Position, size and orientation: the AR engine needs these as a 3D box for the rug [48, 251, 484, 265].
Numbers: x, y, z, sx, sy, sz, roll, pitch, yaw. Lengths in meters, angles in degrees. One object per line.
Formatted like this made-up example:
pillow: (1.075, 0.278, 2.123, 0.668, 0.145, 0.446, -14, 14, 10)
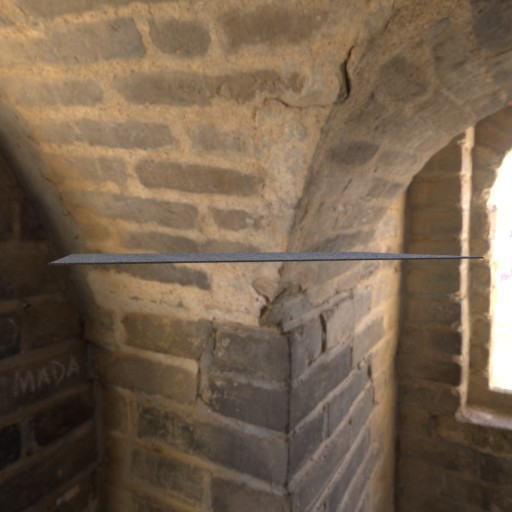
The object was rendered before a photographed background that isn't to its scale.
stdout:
rug: (0.000, 0.000, 3.036, 2.430, 0.010, 1.515, -1, 2, -19)
